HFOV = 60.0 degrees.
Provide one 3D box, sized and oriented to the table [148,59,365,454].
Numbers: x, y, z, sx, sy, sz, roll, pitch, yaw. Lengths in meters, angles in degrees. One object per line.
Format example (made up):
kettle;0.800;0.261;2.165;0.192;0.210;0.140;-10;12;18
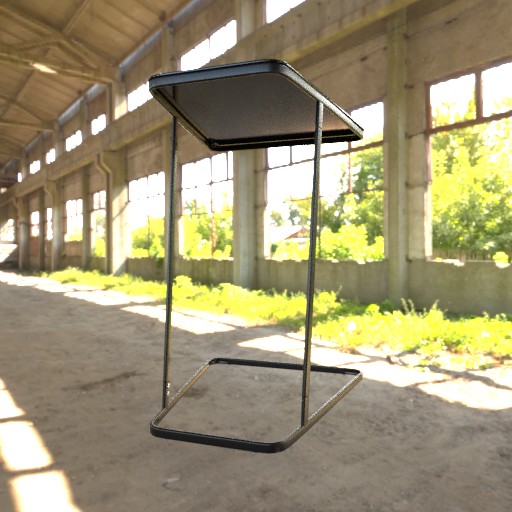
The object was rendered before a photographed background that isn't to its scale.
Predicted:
table;0.000;0.000;0.963;0.427;0.624;0.500;0;1;18
